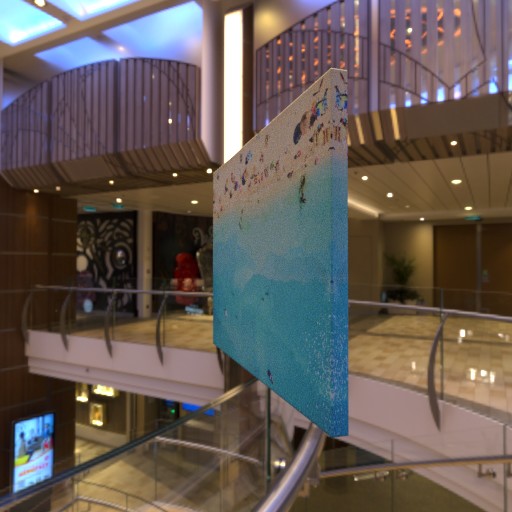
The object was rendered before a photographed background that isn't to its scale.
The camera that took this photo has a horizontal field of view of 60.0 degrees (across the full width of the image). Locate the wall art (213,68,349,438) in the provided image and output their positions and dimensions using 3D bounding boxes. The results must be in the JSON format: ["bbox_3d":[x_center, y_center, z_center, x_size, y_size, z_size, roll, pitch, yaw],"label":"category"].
[{"bbox_3d":[0.000,0.000,1.464,0.040,0.769,1.136,0,-1,-18],"label":"wall art"}]
